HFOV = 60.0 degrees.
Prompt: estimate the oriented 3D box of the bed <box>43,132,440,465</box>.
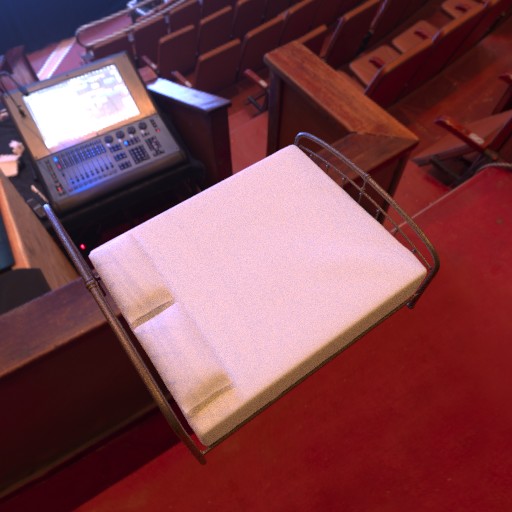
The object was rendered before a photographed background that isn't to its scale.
[{"bbox_3d":[0.000,0.000,3.230,2.168,1.475,1.711,-31,63,-18],"label":"bed"}]
